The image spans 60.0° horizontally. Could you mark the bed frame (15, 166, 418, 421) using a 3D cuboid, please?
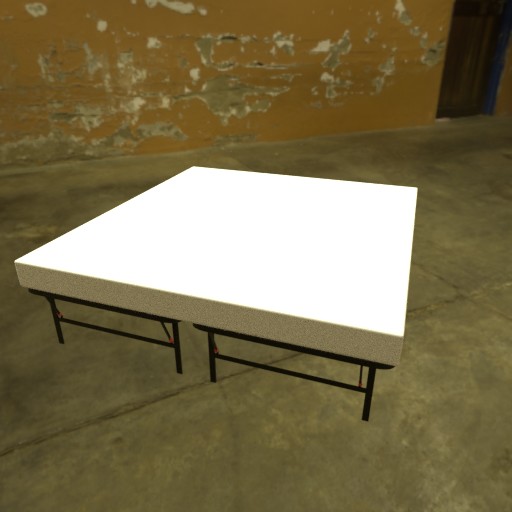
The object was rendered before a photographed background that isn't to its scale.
[{"bbox_3d":[0.000,0.000,2.976,1.930,0.559,2.032,9,27,18],"label":"bed frame"}]
